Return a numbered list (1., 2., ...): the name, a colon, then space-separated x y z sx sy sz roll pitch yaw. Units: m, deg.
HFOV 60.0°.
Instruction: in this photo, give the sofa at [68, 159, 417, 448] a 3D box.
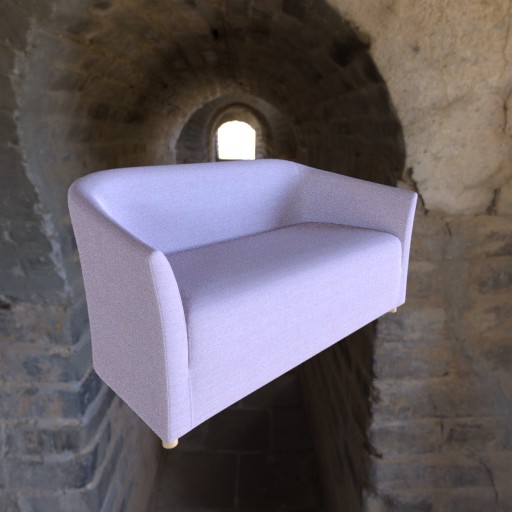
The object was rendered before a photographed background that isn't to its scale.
1. sofa: 0.000 0.000 1.818 0.705 0.721 1.452 14 21 41
